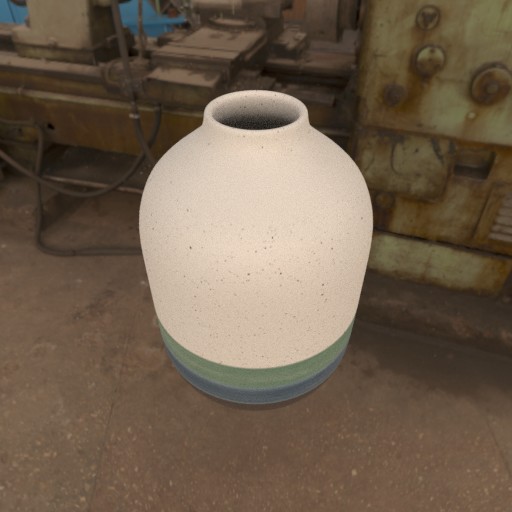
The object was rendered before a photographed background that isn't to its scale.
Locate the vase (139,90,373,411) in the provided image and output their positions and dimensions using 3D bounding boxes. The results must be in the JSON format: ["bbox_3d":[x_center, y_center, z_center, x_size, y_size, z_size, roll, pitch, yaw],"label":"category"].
[{"bbox_3d":[0.000,0.000,0.351,0.169,0.240,0.169,0,41,0],"label":"vase"}]
